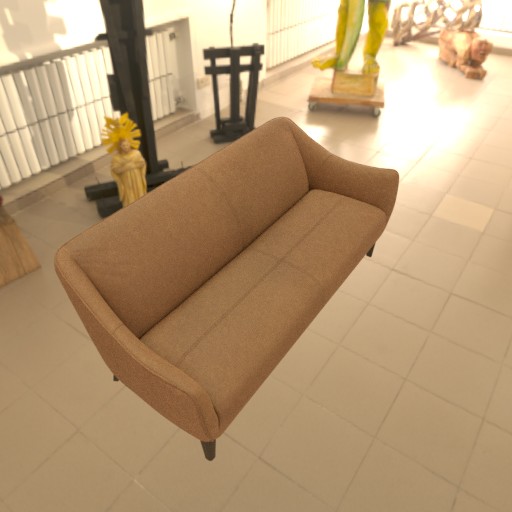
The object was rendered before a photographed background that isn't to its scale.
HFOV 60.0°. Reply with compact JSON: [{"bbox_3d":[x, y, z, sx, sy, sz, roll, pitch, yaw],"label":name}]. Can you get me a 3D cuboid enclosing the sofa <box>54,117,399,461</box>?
[{"bbox_3d":[0.000,0.000,2.415,0.869,0.830,1.928,24,45,26],"label":"sofa"}]
